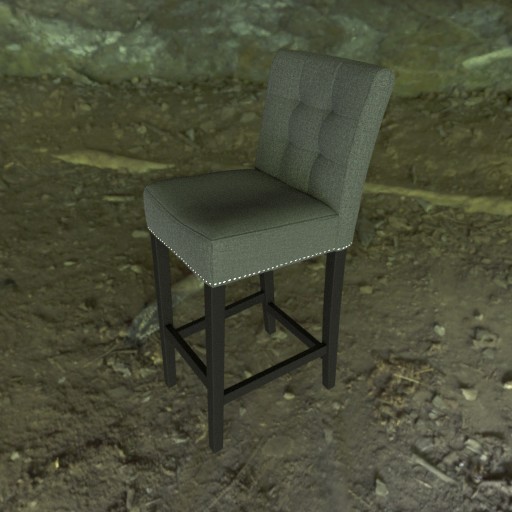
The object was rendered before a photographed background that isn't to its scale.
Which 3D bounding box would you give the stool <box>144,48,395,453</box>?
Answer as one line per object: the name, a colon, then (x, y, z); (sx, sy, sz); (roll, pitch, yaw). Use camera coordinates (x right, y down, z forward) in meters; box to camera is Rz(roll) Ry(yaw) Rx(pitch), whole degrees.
stool: (0.000, 0.000, 1.307); (0.548, 1.047, 0.411); (-21, 38, -29)
